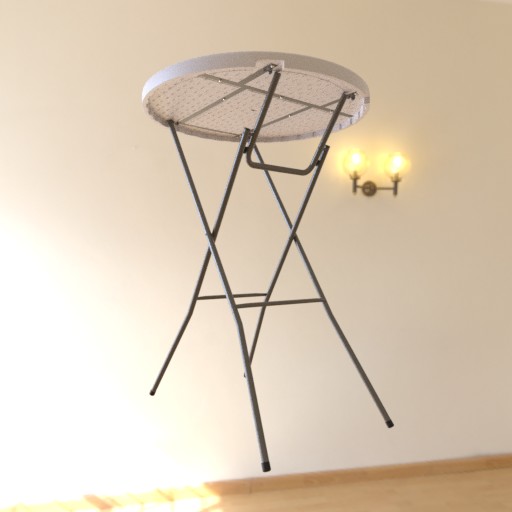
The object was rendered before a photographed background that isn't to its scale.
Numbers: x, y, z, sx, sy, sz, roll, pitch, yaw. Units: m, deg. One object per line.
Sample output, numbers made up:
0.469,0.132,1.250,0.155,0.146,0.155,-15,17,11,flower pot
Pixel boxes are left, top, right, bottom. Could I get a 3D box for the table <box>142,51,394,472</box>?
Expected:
0.000,0.000,1.587,0.792,1.105,0.795,0,-1,-36,table
